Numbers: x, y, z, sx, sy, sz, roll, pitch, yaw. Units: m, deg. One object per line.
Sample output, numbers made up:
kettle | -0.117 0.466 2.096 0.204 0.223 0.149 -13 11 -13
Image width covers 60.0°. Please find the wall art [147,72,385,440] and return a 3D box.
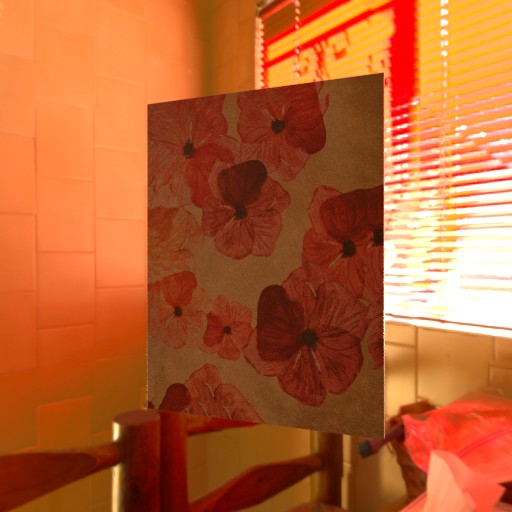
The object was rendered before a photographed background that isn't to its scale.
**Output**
wall art | 0.000 0.000 1.365 0.762 1.015 0.031 0 0 20
